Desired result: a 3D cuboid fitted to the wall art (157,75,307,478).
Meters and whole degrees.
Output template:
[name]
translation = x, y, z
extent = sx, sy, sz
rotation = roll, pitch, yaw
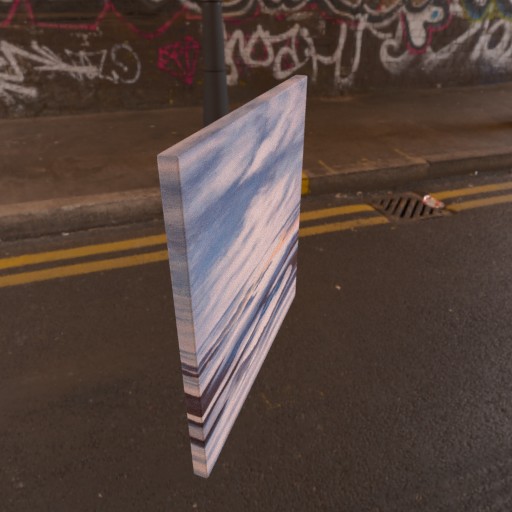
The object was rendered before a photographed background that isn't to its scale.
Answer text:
[wall art]
translation = 0.000, 0.000, 1.116
extent = 0.035, 0.747, 0.747
rotation = 10, 32, 17
